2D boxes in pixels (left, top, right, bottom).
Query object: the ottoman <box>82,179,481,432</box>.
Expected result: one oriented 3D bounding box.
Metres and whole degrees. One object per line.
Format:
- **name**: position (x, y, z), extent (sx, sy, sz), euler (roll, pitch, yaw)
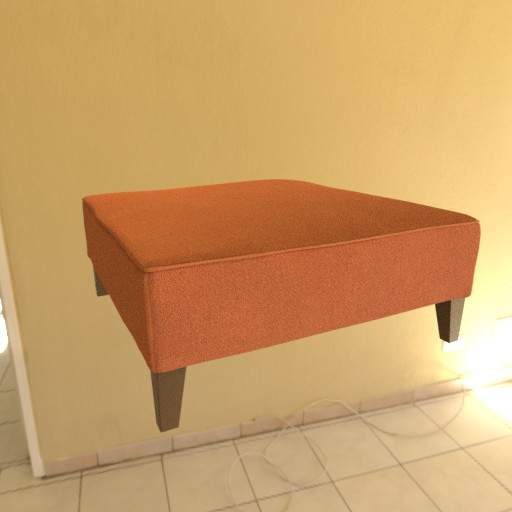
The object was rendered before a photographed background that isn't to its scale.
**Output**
- **ottoman**: position (0.000, 0.000, 1.520), extent (0.997, 0.438, 0.999), euler (-8, 18, -26)
